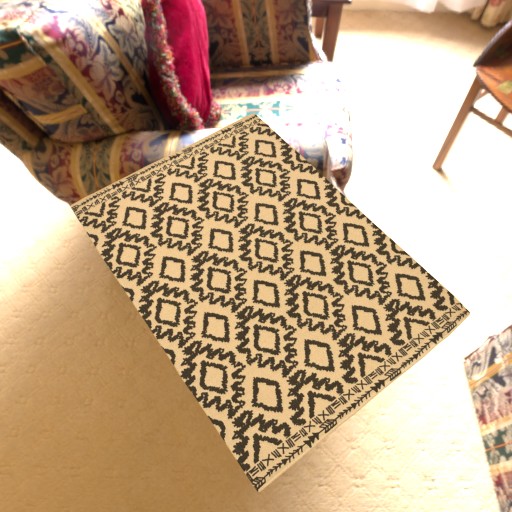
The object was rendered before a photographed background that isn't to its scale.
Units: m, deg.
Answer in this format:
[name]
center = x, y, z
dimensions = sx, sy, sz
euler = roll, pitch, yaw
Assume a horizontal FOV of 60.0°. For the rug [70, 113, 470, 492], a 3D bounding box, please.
[rug]
center = 0.000, 0.000, 4.357
dimensions = 2.444, 0.036, 3.369
euler = -32, 64, -18
